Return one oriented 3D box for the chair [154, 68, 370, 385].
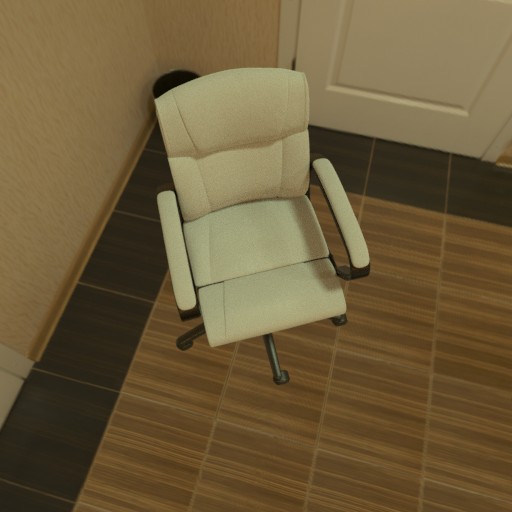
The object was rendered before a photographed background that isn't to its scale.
[{"bbox_3d":[0.000,0.000,1.537,0.739,1.004,0.717,-13,64,-6],"label":"chair"}]
